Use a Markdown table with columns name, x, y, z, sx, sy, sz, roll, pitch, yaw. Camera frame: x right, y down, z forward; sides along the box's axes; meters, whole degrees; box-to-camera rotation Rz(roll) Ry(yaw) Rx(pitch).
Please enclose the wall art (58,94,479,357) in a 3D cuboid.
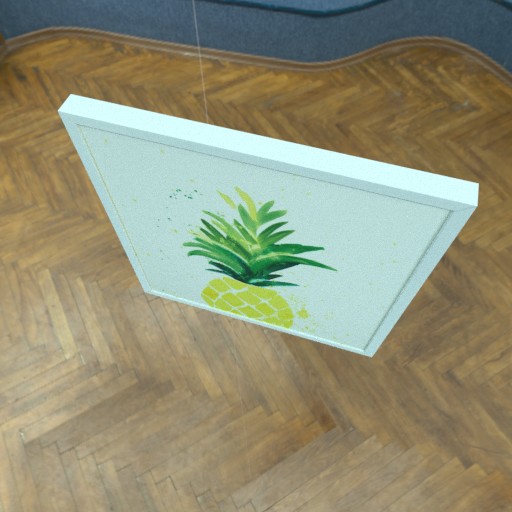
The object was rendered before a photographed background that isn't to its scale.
| name | x | y | z | sx | sy | sz | roll | pitch | yaw |
| --- | --- | --- | --- | --- | --- | --- | --- | --- | --- |
| wall art | 0.000 | 0.000 | 0.447 | 0.307 | 0.307 | 0.020 | 15 | 60 | 9 |
